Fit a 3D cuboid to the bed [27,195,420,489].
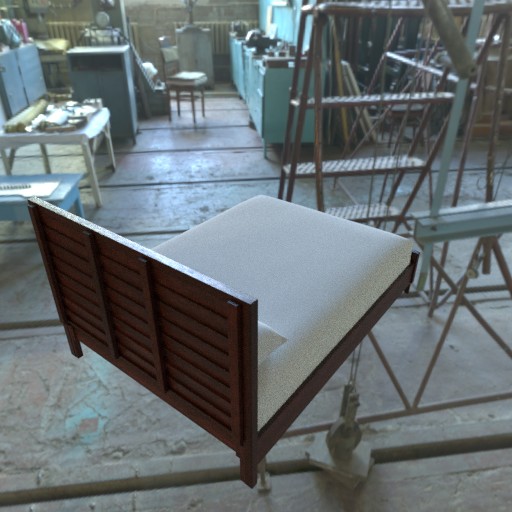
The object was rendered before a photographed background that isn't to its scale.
[{"bbox_3d":[0.000,0.000,3.945,2.040,1.492,2.803,22,37,32],"label":"bed"}]
